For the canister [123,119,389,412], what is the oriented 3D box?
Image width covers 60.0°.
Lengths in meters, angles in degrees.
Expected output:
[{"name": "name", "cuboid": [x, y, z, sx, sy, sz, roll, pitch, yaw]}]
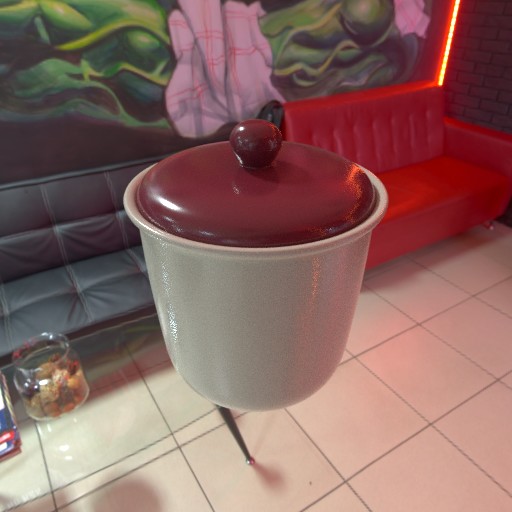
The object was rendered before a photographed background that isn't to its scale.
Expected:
[{"name": "canister", "cuboid": [0.000, 0.000, 0.344, 0.182, 0.208, 0.182, 0, 32, 0]}]
